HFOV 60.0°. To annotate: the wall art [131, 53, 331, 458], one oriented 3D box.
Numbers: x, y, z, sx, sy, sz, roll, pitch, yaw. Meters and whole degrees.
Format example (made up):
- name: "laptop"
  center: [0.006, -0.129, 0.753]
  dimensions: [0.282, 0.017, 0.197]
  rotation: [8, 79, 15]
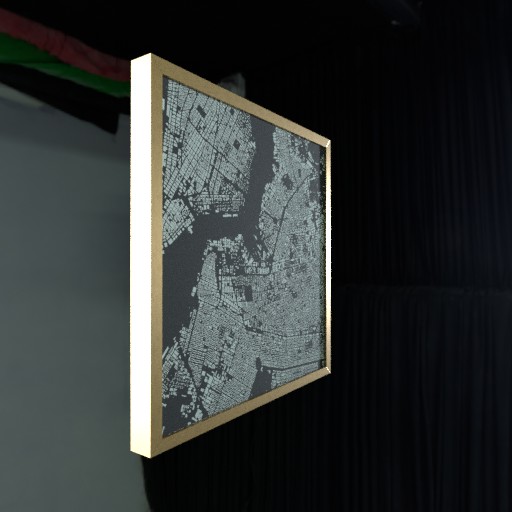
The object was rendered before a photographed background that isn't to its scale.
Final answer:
- name: "wall art"
  center: [0.000, 0.000, 1.955]
  dimensions: [0.095, 1.284, 1.284]
  rotation: [0, 0, 36]
